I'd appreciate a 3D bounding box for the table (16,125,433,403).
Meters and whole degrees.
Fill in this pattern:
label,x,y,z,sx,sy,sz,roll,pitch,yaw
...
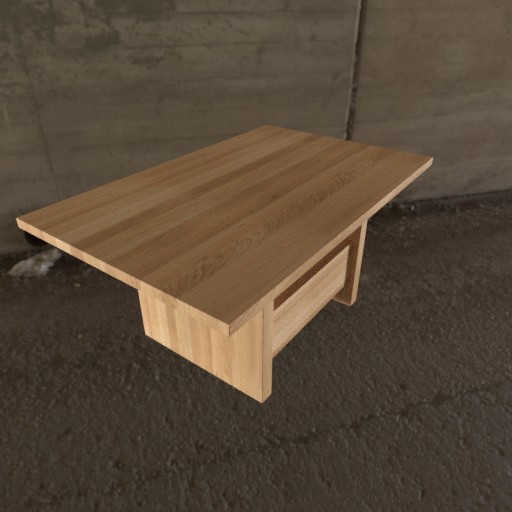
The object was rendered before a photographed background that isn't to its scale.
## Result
label,x,y,z,sx,sy,sz,roll,pitch,yaw
table,0.000,0.000,1.455,0.700,0.510,1.100,21,37,31
